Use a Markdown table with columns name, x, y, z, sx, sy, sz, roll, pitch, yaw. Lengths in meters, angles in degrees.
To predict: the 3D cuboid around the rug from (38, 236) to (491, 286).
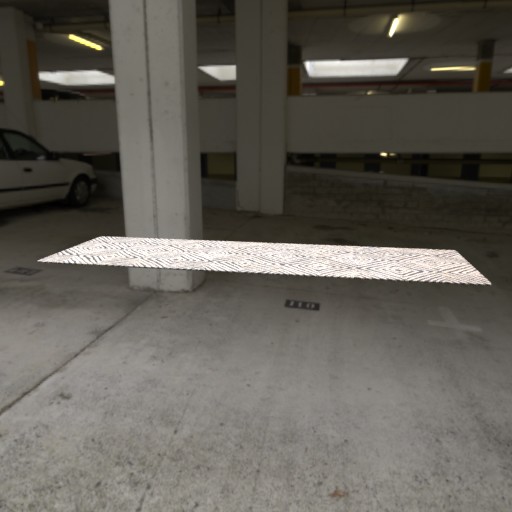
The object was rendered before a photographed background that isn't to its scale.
| name | x | y | z | sx | sy | sz | roll | pitch | yaw |
| --- | --- | --- | --- | --- | --- | --- | --- | --- | --- |
| rug | 0.000 | 0.000 | 2.503 | 2.277 | 0.008 | 0.676 | 3 | 14 | 10 |
